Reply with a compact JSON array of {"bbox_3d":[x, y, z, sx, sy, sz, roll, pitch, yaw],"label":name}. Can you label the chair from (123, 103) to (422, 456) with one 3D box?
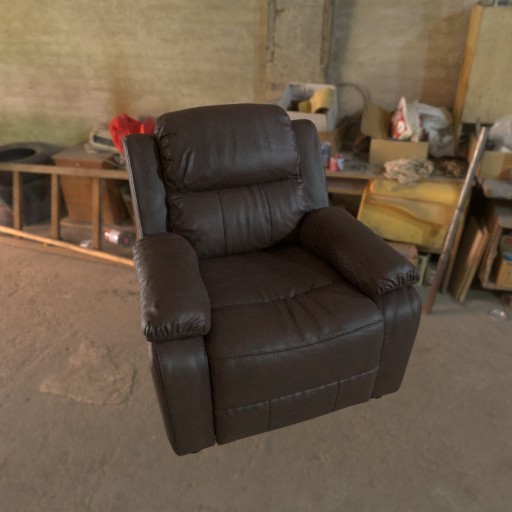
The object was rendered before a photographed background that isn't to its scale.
[{"bbox_3d":[0.000,0.000,1.237,0.680,0.702,0.707,-10,32,-16],"label":"chair"}]
